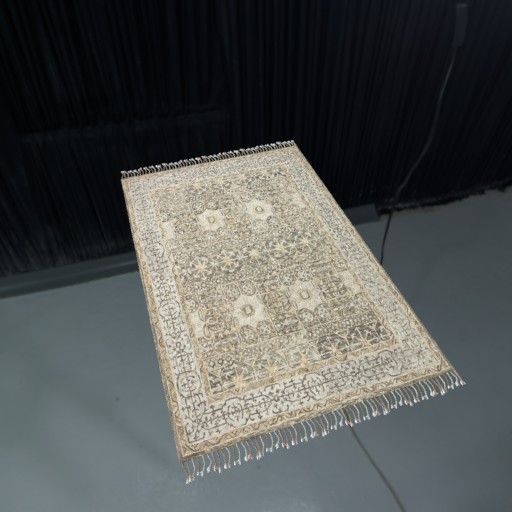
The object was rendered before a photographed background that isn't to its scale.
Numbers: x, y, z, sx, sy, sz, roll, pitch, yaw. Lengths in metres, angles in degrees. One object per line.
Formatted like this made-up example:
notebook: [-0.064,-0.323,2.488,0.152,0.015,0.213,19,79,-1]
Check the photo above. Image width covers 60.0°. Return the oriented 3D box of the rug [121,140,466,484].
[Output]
rug: [0.000,0.000,2.425,1.237,0.010,2.029,-14,48,-12]
